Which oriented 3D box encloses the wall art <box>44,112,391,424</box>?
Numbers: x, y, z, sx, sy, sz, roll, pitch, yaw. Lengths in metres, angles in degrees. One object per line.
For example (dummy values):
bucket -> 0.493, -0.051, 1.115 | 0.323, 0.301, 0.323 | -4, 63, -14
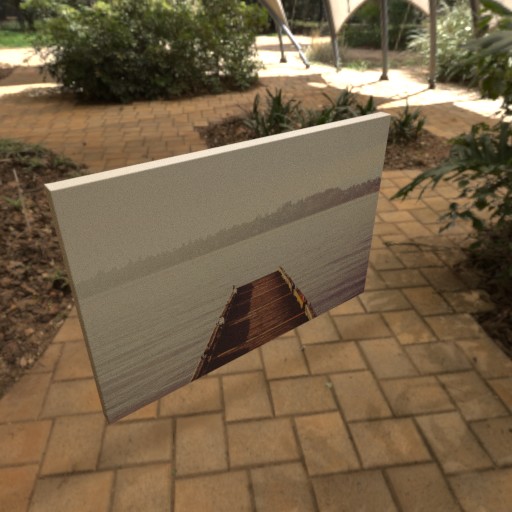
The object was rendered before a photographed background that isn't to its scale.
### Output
wall art -> 0.000, 0.000, 1.166 | 0.916, 0.609, 0.037 | -21, 37, -31
